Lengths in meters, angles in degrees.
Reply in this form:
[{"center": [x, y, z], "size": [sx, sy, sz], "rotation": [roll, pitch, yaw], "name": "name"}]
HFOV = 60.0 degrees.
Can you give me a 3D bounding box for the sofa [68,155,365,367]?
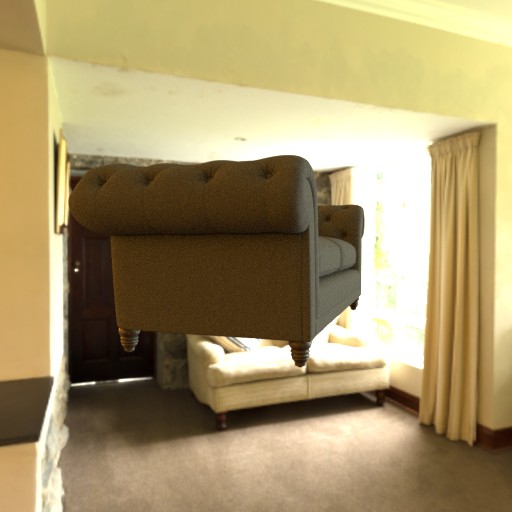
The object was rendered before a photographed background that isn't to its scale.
[{"center": [0.000, 0.000, 2.446], "size": [0.986, 0.764, 1.998], "rotation": [0, 1, 19], "name": "sofa"}]
